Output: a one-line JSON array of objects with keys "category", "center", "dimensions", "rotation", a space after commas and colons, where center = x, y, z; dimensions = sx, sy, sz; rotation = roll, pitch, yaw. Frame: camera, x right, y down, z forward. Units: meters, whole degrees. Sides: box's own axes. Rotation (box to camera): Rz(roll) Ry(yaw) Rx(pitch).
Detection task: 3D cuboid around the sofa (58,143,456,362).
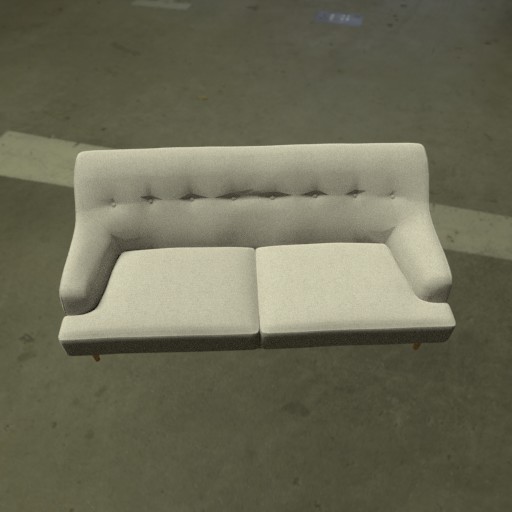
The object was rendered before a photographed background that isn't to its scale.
[{"category": "sofa", "center": [0.000, 0.000, 2.523], "dimensions": [2.057, 0.871, 0.978], "rotation": [-2, 47, -2]}]
